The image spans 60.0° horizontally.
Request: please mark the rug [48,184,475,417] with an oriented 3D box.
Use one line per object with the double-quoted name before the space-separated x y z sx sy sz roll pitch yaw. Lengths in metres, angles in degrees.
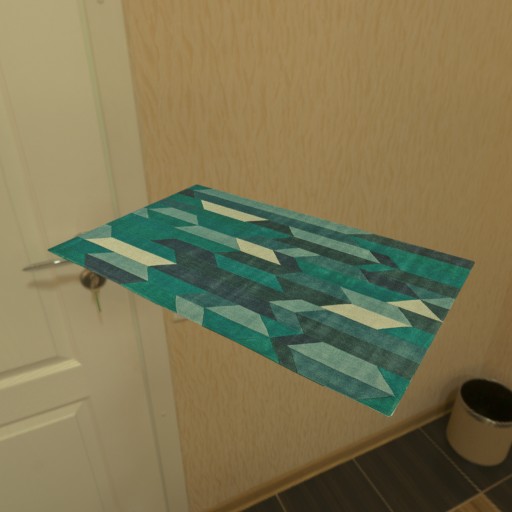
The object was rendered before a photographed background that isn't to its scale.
"rug" 0.000 0.000 2.948 2.420 0.005 1.528 20 35 30
